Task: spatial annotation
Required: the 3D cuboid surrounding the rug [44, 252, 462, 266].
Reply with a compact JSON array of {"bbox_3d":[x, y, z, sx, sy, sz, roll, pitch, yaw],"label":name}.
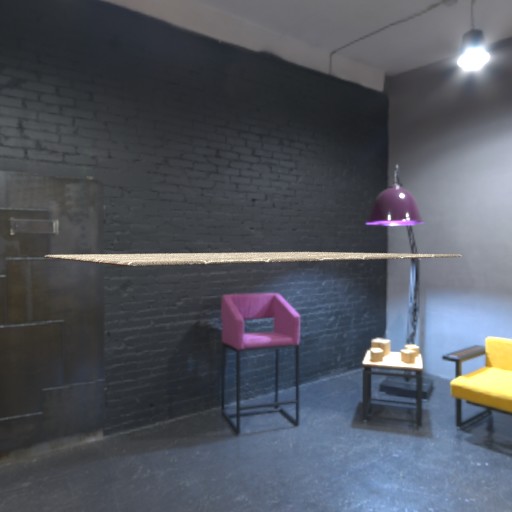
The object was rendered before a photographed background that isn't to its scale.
[{"bbox_3d":[0.000,0.000,2.343,1.836,0.012,1.239,-1,2,-36],"label":"rug"}]
